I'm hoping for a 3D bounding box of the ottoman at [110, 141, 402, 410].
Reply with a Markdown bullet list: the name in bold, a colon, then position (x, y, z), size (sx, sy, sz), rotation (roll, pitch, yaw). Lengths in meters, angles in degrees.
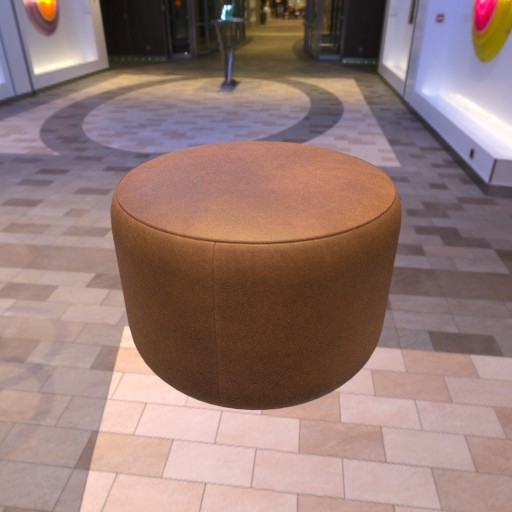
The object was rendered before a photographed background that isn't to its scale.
- **ottoman**: position (0.000, 0.000, 1.025), size (0.607, 0.438, 0.607), rotation (0, 30, 0)
